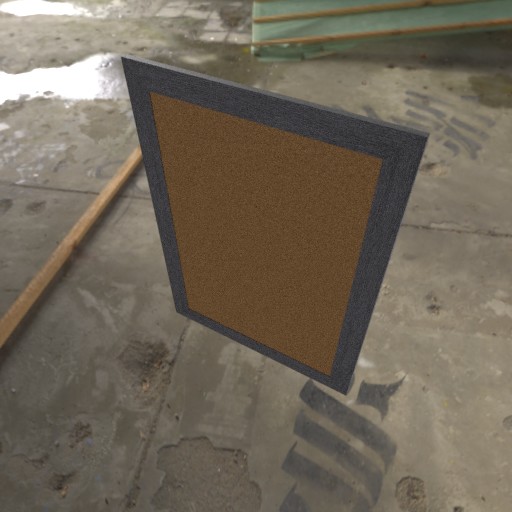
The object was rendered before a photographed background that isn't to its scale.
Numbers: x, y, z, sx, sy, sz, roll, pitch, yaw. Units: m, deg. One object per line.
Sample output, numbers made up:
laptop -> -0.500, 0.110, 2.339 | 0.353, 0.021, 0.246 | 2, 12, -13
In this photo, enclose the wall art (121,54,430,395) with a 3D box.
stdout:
wall art -> 0.000, 0.000, 1.374 | 0.768, 1.070, 0.020 | 22, 50, 20
